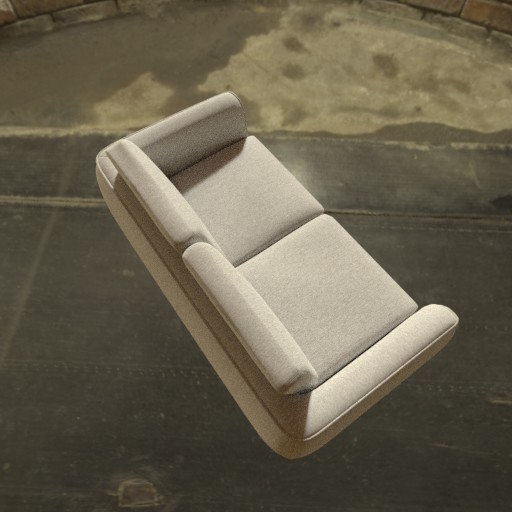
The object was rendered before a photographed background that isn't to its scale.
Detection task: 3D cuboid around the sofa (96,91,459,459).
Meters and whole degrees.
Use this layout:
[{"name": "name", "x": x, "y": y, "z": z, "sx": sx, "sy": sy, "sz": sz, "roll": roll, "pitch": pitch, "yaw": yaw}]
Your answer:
[{"name": "sofa", "x": 0.000, "y": 0.000, "z": 2.160, "sx": 0.920, "sy": 0.850, "sz": 1.700, "roll": -32, "pitch": 65, "yaw": -17}]
